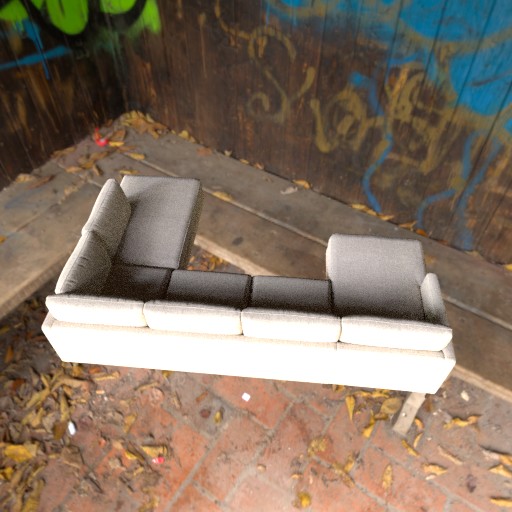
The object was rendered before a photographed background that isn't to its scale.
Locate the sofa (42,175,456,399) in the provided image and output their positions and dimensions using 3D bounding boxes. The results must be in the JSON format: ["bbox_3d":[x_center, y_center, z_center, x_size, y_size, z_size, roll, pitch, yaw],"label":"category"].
[{"bbox_3d":[0.000,0.000,3.585,2.737,0.756,1.879,4,48,4],"label":"sofa"}]
